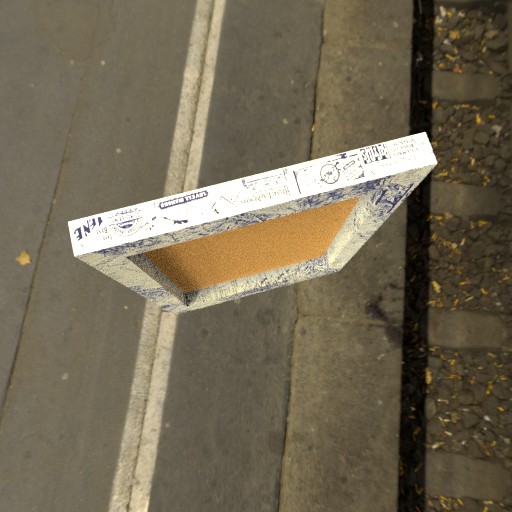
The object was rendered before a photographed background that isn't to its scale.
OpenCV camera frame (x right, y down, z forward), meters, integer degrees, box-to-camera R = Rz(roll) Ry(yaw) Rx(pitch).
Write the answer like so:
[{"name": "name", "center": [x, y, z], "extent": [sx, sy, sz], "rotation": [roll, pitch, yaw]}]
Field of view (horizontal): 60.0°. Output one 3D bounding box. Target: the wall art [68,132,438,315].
[{"name": "wall art", "center": [0.000, 0.000, 0.485], "extent": [0.255, 0.376, 0.025], "rotation": [-15, 77, -3]}]
